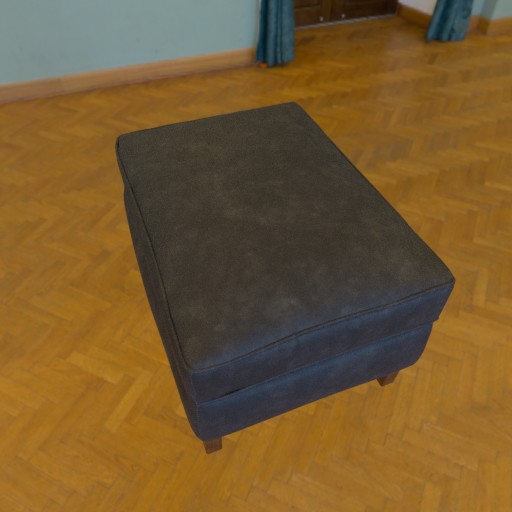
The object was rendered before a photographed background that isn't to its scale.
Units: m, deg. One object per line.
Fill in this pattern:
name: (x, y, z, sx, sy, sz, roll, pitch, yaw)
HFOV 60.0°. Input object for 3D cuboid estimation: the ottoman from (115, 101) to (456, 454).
ottoman: (0.000, 0.000, 0.988, 0.501, 0.413, 0.665, -16, 49, -14)
